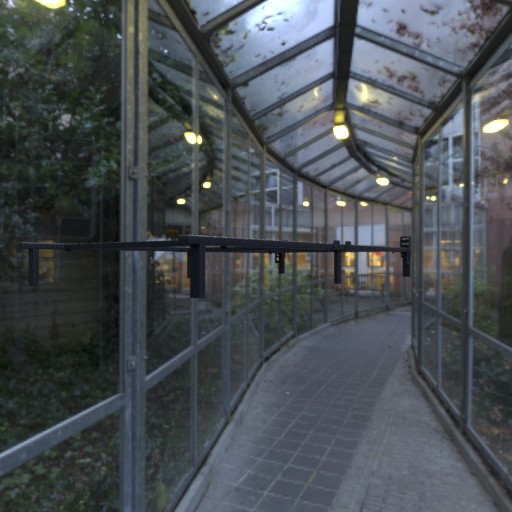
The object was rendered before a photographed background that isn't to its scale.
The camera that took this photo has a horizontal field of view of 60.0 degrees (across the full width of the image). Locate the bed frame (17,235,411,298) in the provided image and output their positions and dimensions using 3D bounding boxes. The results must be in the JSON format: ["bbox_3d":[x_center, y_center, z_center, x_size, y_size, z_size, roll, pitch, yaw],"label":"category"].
[{"bbox_3d":[0.000,0.000,2.237,0.968,0.248,1.897,0,0,37],"label":"bed frame"}]
